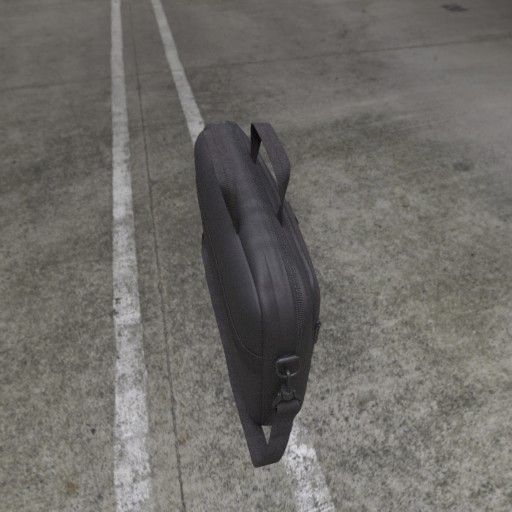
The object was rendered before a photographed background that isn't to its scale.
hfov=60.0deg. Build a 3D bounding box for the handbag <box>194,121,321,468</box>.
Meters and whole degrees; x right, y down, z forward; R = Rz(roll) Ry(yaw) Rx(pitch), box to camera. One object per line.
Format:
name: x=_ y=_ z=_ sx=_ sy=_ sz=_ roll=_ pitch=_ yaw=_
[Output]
handbag: x=0.000 y=0.000 z=0.434 sx=0.089 sy=0.244 sz=0.320 roll=-10 pitch=47 yaw=-10
